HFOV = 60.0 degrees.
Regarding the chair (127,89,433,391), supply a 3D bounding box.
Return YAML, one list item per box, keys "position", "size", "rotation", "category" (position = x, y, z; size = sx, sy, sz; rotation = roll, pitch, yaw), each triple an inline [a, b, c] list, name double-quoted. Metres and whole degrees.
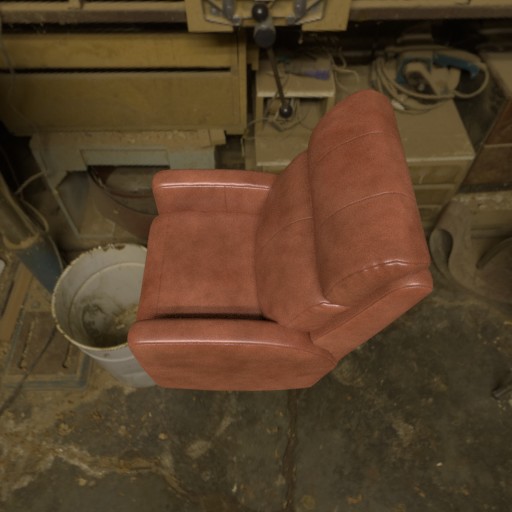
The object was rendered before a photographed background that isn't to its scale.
- position: [0.000, 0.000, 1.683]
  size: [0.939, 1.016, 0.787]
  rotation: [0, 58, 0]
  category: "chair"
